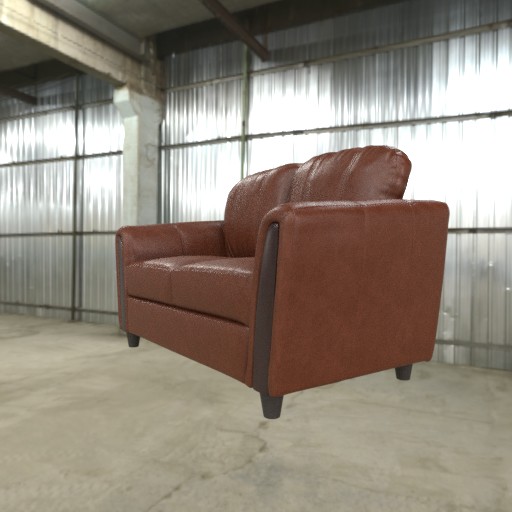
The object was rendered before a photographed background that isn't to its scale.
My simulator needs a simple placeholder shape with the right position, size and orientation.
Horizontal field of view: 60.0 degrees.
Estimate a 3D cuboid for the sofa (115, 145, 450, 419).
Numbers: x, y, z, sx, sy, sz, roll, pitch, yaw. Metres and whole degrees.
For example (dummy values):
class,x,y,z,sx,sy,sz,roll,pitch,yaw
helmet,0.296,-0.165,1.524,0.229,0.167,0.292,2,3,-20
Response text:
class,x,y,z,sx,sy,sz,roll,pitch,yaw
sofa,0.000,0.000,1.924,0.805,0.906,1.406,-1,1,-35
